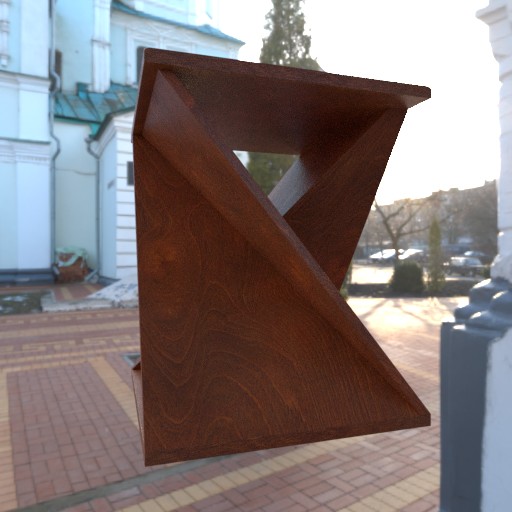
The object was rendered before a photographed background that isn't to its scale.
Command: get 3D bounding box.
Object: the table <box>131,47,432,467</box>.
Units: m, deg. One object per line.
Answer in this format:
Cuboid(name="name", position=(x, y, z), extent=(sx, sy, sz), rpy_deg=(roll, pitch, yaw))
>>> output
Cuboid(name="table", position=(0.000, 0.000, 0.817), extent=(0.427, 0.520, 0.427), rpy_deg=(0, 0, -18))
